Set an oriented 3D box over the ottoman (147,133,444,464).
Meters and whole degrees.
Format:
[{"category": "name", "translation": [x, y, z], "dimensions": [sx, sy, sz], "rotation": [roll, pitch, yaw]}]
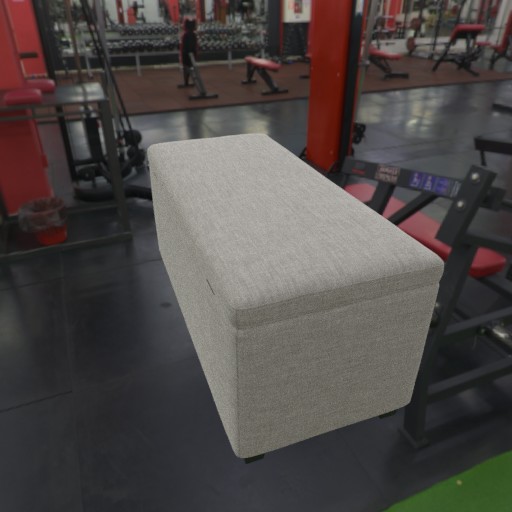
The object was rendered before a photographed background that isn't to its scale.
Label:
[{"category": "ottoman", "translation": [0.000, 0.000, 1.171], "dimensions": [0.419, 0.432, 0.902], "rotation": [-11, 32, -17]}]
